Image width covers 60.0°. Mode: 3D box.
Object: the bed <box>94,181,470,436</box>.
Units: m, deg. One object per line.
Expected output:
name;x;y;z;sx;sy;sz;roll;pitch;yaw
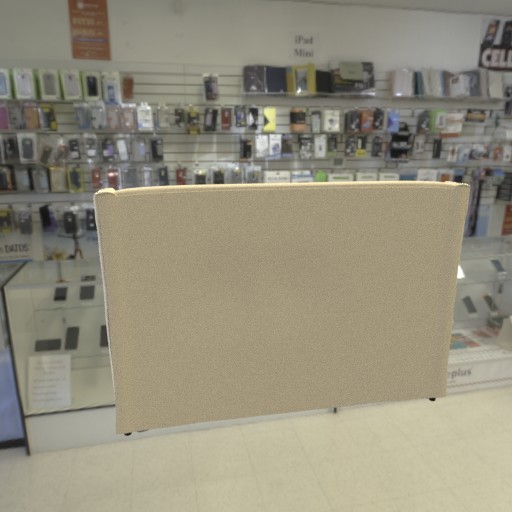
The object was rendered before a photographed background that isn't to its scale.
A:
bed;0.000;0.000;3.399;1.925;1.332;2.276;-3;16;-10
